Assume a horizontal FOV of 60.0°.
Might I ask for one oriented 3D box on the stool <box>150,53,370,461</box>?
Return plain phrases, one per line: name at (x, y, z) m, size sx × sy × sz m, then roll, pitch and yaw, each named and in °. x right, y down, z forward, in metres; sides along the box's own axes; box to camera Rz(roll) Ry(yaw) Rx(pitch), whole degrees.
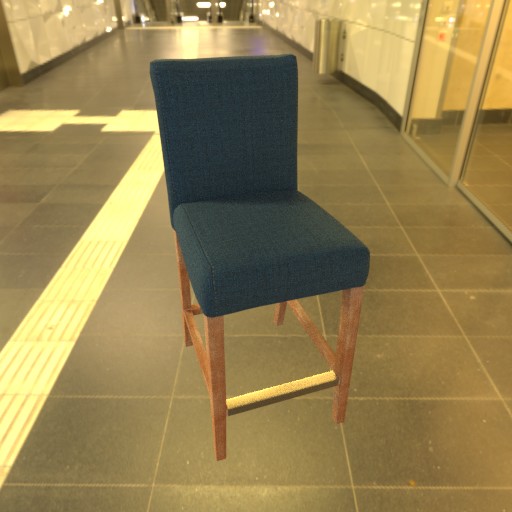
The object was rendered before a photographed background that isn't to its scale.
stool at (0.000, 0.000, 1.325) m, size 0.454 × 1.039 × 0.567 m, roll -10°, pitch 33°, yaw -16°
